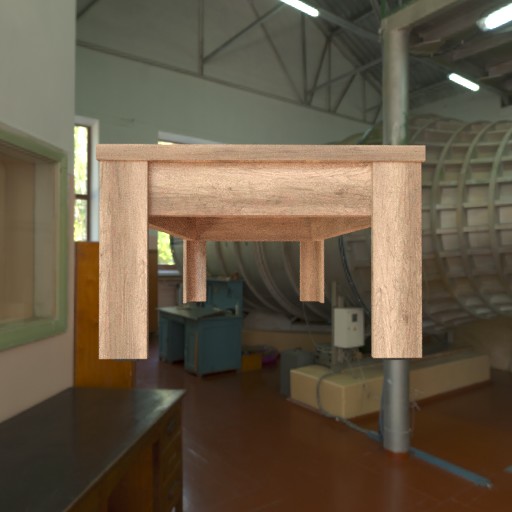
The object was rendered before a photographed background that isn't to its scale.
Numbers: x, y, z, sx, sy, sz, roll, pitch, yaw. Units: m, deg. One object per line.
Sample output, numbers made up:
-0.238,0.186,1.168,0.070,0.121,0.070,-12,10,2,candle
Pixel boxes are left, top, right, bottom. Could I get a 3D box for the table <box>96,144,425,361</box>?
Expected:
0.000,0.000,1.613,0.700,0.460,1.350,0,-1,-1,table
